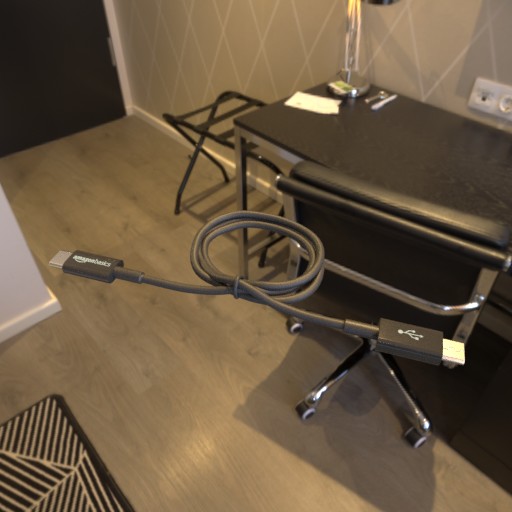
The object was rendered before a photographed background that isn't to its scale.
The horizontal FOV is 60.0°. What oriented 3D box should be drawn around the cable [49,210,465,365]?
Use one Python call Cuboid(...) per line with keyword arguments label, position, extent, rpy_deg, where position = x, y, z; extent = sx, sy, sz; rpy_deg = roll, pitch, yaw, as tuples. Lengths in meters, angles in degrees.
Cuboid(label="cable", position=(0.000, 0.000, 0.217), extent=(0.192, 0.014, 0.070), rpy_deg=(12, 43, 13))
